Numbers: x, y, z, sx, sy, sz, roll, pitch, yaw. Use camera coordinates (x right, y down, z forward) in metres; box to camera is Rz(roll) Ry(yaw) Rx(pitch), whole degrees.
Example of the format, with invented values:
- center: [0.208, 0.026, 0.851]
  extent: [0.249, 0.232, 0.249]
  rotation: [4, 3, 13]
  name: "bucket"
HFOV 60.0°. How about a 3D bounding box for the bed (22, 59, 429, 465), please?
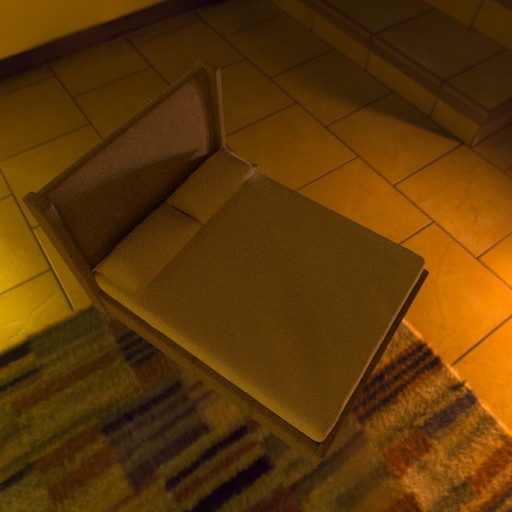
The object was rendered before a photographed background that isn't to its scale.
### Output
- center: [0.000, 0.000, 3.289]
  extent: [2.245, 1.481, 1.714]
  rotation: [31, 62, 18]
  name: "bed"
